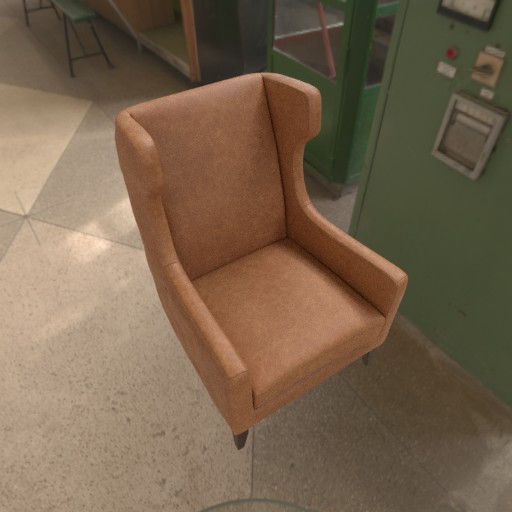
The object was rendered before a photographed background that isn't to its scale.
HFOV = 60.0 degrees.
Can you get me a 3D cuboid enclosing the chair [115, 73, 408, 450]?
[{"bbox_3d":[0.000,0.000,1.718,0.766,1.079,0.899,-25,51,-23],"label":"chair"}]
